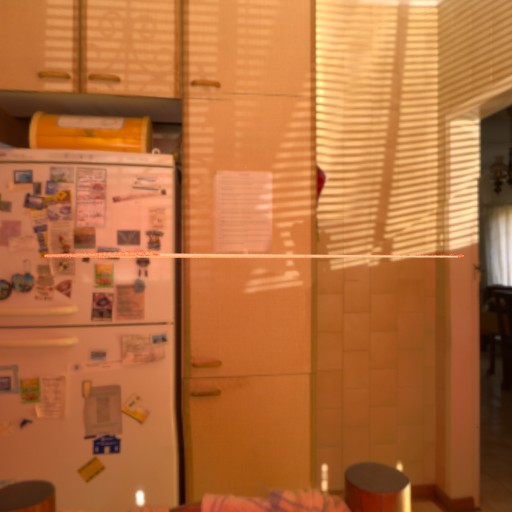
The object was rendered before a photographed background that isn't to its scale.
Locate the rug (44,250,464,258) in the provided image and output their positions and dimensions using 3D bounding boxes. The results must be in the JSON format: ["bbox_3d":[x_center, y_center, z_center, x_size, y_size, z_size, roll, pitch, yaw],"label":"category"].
[{"bbox_3d":[0.000,0.000,4.391,3.369,0.035,2.451,0,0,-37],"label":"rug"}]
